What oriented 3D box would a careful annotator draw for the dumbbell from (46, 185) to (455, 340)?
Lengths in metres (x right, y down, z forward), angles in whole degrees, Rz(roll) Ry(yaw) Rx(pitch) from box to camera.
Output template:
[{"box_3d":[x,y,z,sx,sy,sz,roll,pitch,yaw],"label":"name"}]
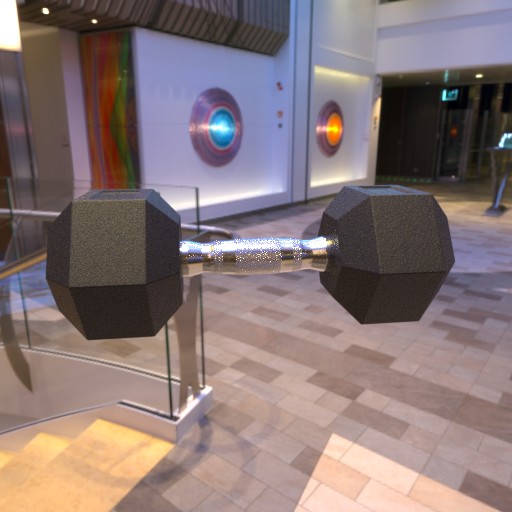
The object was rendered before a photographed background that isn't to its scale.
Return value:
[{"box_3d":[0.000,0.000,0.423,0.356,0.123,0.141,-2,16,-7],"label":"dumbbell"}]
